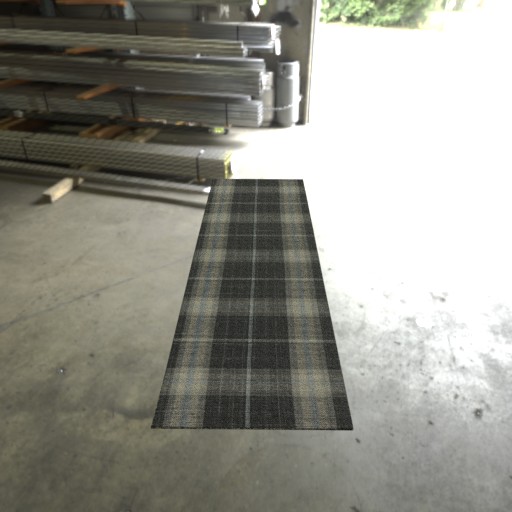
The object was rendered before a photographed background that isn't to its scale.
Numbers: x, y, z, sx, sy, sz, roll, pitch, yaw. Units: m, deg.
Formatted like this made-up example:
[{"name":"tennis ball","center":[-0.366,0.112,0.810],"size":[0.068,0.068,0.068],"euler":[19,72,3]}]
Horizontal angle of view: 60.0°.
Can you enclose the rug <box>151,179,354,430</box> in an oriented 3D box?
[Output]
[{"name":"rug","center":[0.000,0.000,2.679],"size":[0.760,0.012,2.434],"euler":[0,32,1]}]
